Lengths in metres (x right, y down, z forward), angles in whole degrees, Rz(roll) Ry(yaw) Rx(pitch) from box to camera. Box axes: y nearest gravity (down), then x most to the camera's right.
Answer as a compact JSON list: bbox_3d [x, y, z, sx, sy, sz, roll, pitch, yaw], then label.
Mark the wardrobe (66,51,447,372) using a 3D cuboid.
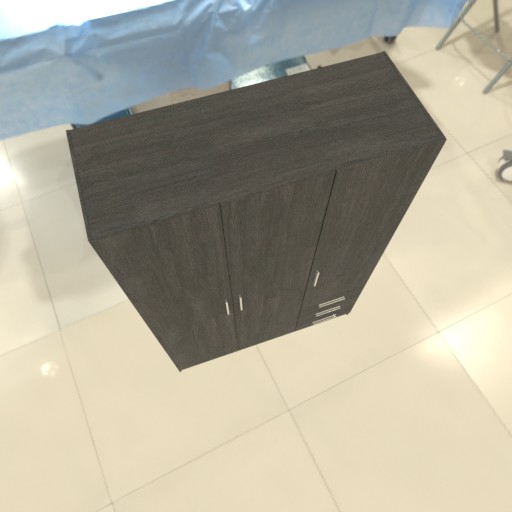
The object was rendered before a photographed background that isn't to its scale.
[{"bbox_3d":[0.000,0.000,2.453,1.290,1.910,0.510,-17,64,-9],"label":"wardrobe"}]
